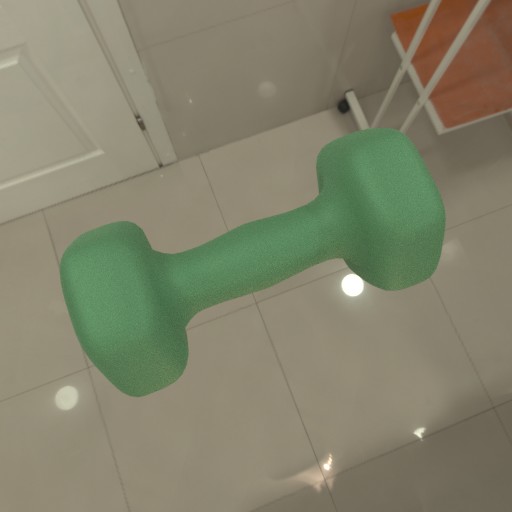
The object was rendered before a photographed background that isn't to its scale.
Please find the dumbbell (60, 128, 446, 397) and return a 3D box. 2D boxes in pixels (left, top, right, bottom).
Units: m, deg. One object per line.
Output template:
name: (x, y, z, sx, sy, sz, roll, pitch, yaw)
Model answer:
dumbbell: (0.000, 0.000, 0.328, 0.260, 0.117, 0.129, -21, 77, -5)
